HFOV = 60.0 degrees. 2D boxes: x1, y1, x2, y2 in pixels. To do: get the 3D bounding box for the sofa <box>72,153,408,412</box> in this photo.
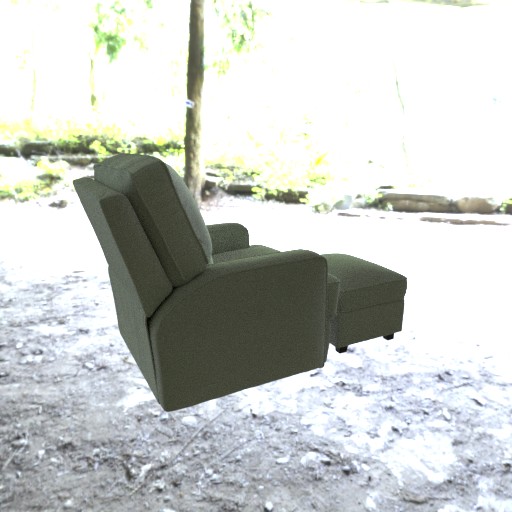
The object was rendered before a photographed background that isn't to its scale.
[{"bbox_3d":[0.000,0.000,2.089,1.472,0.959,0.861,-8,17,-27],"label":"sofa"}]
